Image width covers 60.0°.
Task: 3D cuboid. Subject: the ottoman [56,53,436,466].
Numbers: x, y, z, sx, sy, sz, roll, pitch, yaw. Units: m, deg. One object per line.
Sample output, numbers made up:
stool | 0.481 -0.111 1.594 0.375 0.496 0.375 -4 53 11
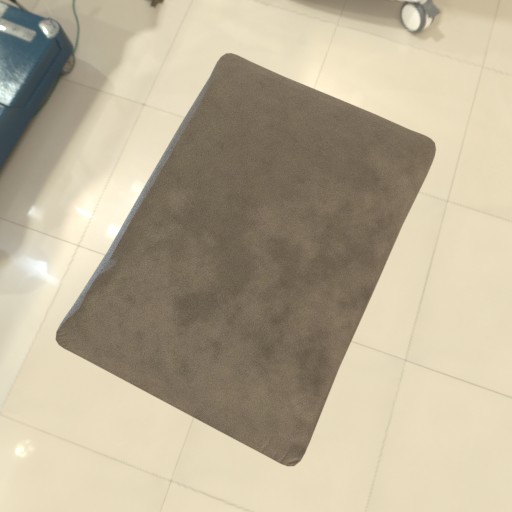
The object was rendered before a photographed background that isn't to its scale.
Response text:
ottoman | 0.000 0.000 1.036 0.520 0.456 0.719 26 77 6
